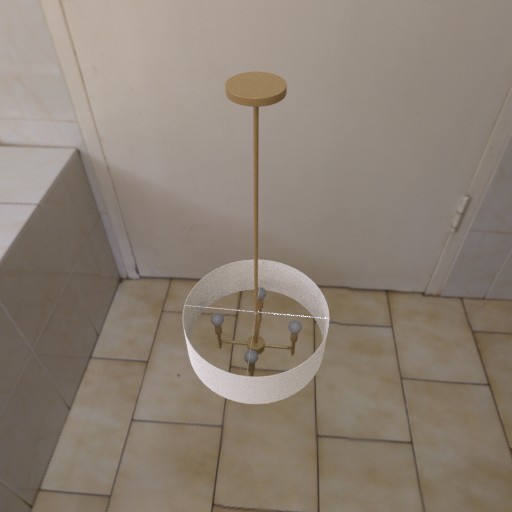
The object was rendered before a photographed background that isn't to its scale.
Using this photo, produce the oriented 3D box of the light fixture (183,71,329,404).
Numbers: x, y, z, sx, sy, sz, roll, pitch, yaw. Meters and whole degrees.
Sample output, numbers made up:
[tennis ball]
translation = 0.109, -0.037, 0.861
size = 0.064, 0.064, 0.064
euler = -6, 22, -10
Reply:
[light fixture]
translation = 0.000, 0.000, 1.349
size = 0.508, 1.067, 0.508
euler = 0, 45, 0
